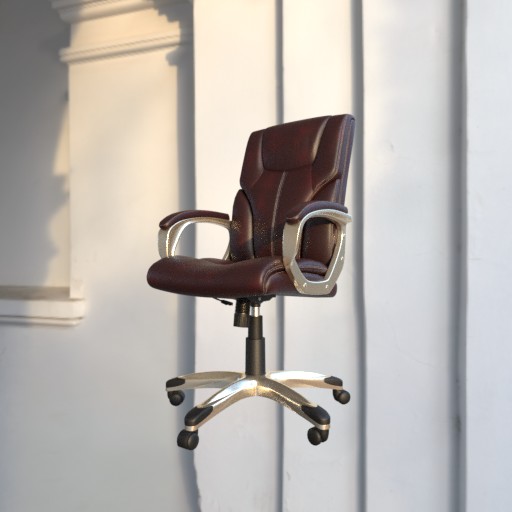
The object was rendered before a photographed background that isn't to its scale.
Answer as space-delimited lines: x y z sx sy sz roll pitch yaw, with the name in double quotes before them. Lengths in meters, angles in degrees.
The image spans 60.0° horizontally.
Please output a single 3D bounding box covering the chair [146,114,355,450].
"chair" 0.000 0.000 1.557 0.662 1.107 0.739 0 0 35
